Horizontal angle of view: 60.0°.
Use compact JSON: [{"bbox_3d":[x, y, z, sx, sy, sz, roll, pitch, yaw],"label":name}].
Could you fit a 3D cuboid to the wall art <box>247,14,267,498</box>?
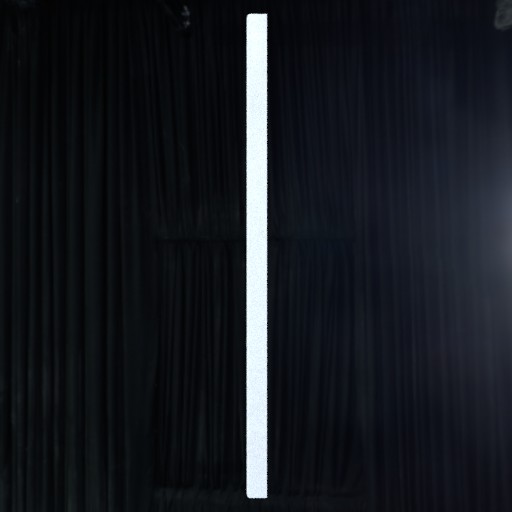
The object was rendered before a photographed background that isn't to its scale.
[{"bbox_3d":[0.000,0.000,1.139,0.038,0.912,0.607,0,0,0],"label":"wall art"}]
